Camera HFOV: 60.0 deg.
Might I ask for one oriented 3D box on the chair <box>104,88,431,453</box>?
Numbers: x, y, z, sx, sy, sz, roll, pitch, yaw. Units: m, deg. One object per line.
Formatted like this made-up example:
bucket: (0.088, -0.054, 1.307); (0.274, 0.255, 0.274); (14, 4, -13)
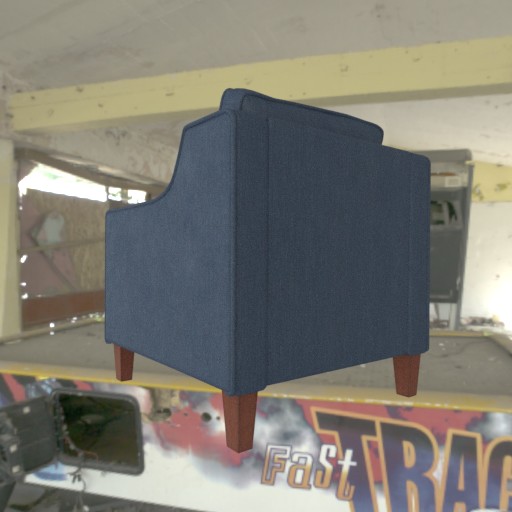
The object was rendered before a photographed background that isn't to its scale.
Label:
chair: (0.000, 0.000, 1.635); (0.831, 0.960, 0.909); (0, 0, -37)
